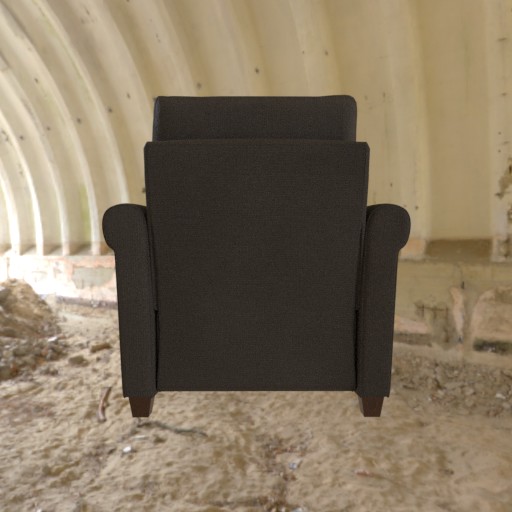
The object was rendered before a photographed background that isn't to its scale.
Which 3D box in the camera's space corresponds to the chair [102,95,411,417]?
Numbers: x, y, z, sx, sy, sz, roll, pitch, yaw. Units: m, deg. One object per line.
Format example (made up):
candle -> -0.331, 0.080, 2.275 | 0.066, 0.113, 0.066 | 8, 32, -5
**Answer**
chair -> 0.000, 0.000, 1.568 | 0.867, 0.942, 0.828 | 0, 0, 0
